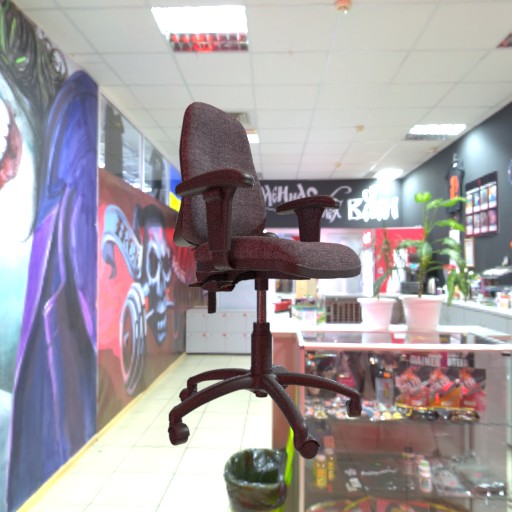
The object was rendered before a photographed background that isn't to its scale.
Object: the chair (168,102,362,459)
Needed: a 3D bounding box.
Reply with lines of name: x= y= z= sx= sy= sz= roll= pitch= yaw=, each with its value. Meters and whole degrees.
chair: x=0.000 y=0.000 z=1.249 sx=0.530 sy=0.910 sz=0.550 roll=-1 pitch=-2 yaw=35
